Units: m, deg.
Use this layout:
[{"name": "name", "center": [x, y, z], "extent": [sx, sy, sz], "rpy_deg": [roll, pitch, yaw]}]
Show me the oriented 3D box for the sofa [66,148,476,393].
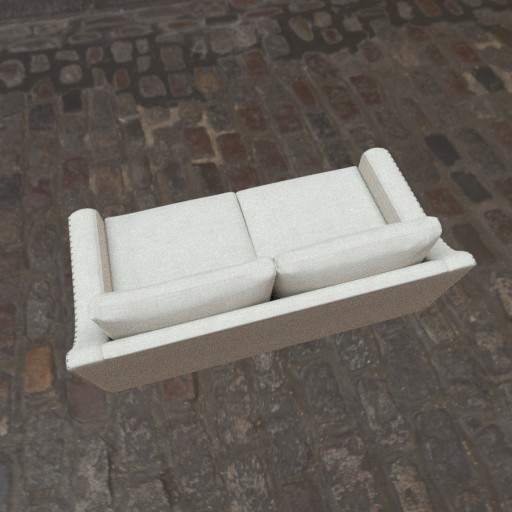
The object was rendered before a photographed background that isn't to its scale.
[{"name": "sofa", "center": [0.000, 0.000, 2.727], "extent": [2.107, 0.983, 1.104], "rpy_deg": [-13, 60, -8]}]
